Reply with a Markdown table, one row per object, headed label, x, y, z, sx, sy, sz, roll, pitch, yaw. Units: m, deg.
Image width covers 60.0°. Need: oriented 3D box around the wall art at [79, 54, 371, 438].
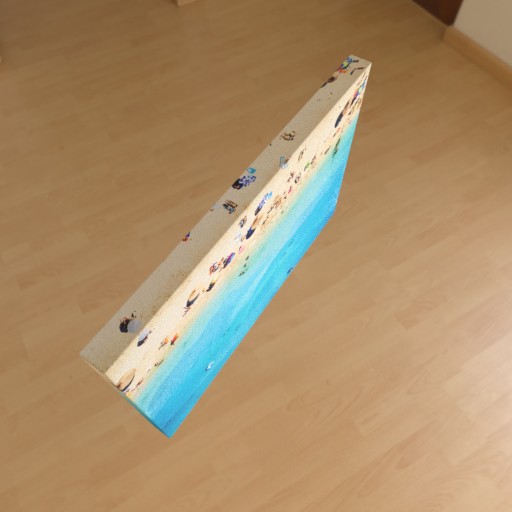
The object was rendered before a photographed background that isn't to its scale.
| label | x | y | z | sx | sy | sz | roll | pitch | yaw |
| --- | --- | --- | --- | --- | --- | --- | --- | --- | --- |
| wall art | 0.000 | 0.000 | 1.118 | 0.057 | 0.595 | 0.894 | 30 | 63 | 17 |
